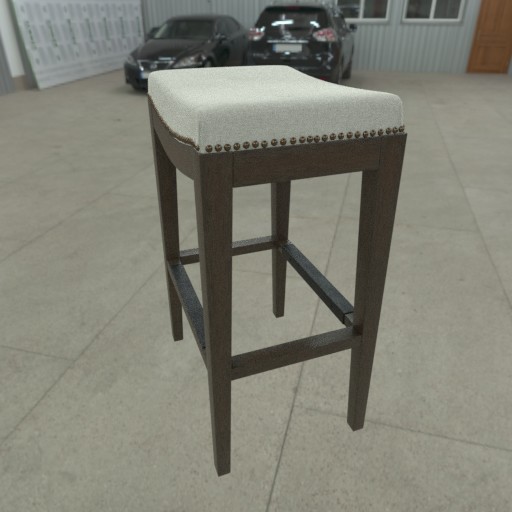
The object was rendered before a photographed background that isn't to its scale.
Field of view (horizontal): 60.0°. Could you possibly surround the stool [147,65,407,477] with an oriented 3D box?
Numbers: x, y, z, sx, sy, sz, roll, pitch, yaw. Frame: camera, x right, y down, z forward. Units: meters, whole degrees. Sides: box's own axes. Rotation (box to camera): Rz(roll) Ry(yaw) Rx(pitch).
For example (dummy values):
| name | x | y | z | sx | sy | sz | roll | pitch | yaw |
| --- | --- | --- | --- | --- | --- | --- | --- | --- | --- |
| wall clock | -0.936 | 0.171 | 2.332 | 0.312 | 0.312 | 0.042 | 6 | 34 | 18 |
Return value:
| name | x | y | z | sx | sy | sz | roll | pitch | yaw |
| --- | --- | --- | --- | --- | --- | --- | --- | --- | --- |
| stool | 0.000 | 0.000 | 1.017 | 0.358 | 0.759 | 0.498 | -10 | 31 | -18 |
